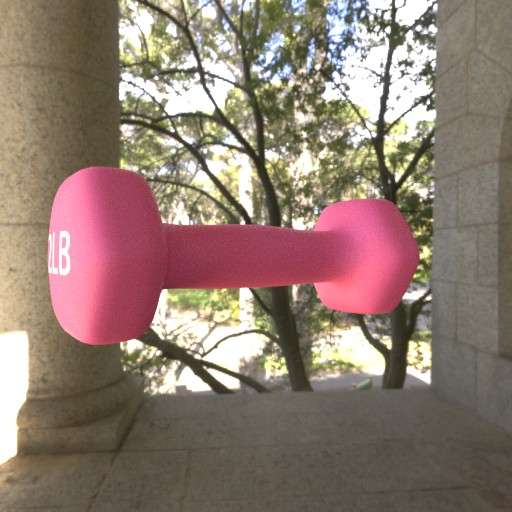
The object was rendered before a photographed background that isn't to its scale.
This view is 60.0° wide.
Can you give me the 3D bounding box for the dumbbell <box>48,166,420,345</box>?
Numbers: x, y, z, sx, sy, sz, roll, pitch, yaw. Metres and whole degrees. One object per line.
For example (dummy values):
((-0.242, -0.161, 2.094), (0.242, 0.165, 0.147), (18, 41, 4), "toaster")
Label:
((0.000, 0.000, 0.173), (0.146, 0.053, 0.058), (0, 0, -35), "dumbbell")
